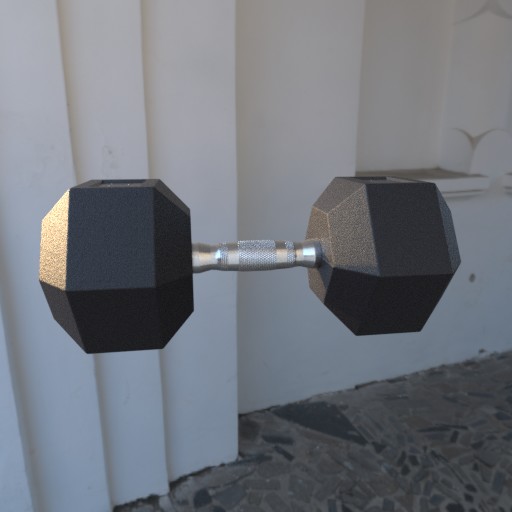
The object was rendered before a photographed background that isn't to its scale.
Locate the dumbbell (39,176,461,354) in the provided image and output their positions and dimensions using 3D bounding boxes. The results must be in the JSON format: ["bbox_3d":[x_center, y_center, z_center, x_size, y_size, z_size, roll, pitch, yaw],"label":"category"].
[{"bbox_3d":[0.000,0.000,0.449,0.384,0.150,0.173,-2,15,-8],"label":"dumbbell"}]
